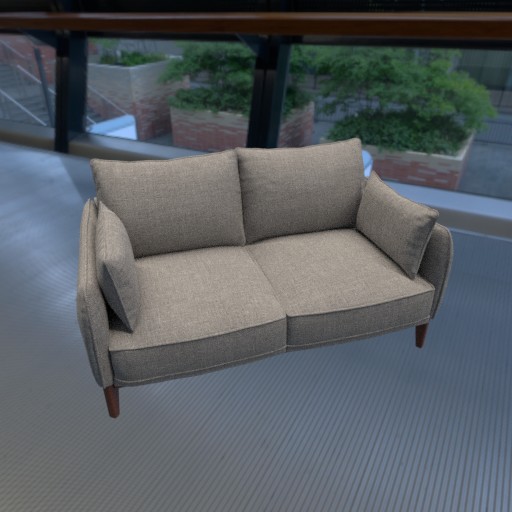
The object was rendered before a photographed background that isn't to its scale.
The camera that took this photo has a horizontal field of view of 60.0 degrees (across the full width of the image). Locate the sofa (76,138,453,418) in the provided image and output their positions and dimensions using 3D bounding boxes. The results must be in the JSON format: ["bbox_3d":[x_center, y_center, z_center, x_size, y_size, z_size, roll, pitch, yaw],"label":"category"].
[{"bbox_3d":[0.000,0.000,2.123,1.580,0.851,0.972,-9,32,-14],"label":"sofa"}]
